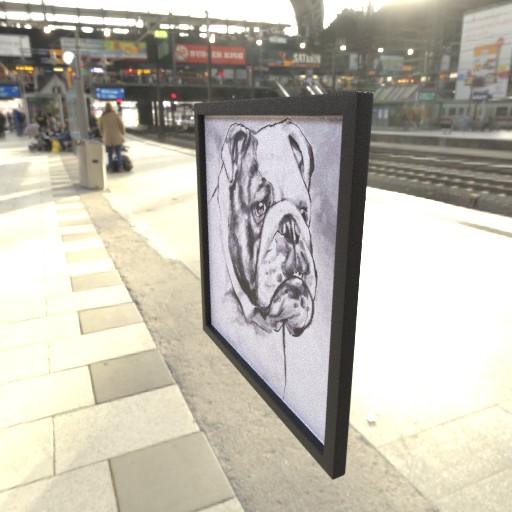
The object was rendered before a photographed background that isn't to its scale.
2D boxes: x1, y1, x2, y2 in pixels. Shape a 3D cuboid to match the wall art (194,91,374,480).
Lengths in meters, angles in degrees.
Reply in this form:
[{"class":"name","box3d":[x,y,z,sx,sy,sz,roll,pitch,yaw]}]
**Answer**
[{"class":"wall art","box3d":[0.000,0.000,0.679,0.022,0.453,0.456,-9,20,-26]}]
